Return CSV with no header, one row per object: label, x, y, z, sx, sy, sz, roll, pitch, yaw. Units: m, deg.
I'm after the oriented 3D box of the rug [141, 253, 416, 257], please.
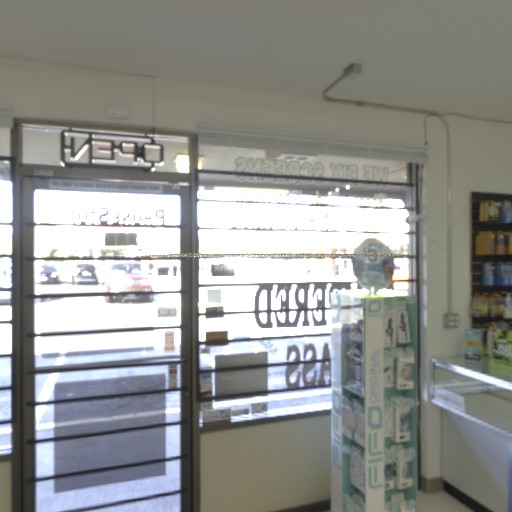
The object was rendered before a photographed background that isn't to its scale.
rug,0.000,0.000,3.035,1.520,0.006,2.432,0,0,-17
